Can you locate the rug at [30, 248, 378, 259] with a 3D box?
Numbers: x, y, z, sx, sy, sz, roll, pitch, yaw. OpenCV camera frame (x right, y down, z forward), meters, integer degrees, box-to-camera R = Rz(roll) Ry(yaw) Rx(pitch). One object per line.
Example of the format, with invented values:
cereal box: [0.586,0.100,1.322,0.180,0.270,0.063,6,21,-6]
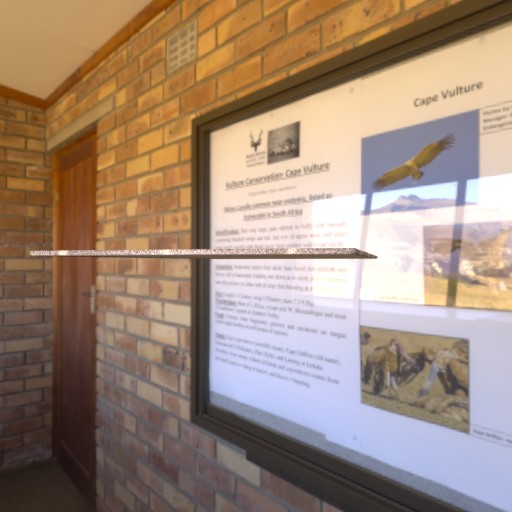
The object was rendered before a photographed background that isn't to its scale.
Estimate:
rug: [0.000,0.000,2.966,1.501,0.025,2.348,0,-1,17]
